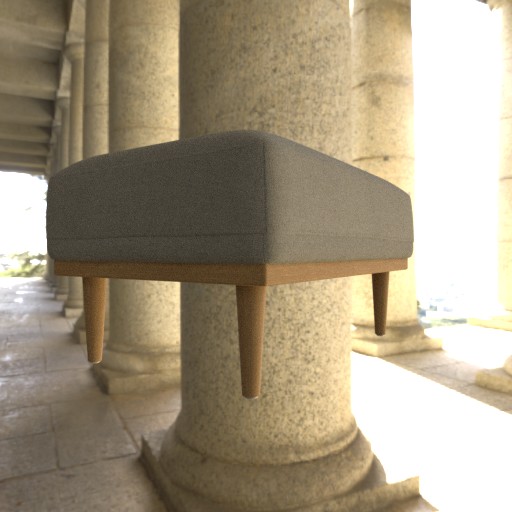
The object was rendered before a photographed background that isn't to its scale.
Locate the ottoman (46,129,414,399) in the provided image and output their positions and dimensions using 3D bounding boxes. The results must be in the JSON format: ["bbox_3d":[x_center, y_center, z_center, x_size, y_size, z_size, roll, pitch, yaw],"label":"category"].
[{"bbox_3d":[0.000,0.000,1.038,0.549,0.428,0.749,0,1,34],"label":"ottoman"}]
